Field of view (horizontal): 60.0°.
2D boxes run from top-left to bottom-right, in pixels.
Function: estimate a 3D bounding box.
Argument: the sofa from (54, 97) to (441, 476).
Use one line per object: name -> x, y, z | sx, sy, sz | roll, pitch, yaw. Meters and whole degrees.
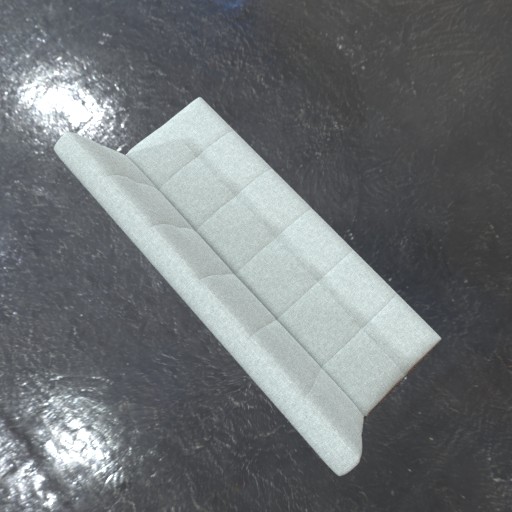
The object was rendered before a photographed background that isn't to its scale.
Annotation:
sofa -> 0.000, 0.000, 2.183 | 0.800, 0.800, 1.820 | -41, 79, -10
